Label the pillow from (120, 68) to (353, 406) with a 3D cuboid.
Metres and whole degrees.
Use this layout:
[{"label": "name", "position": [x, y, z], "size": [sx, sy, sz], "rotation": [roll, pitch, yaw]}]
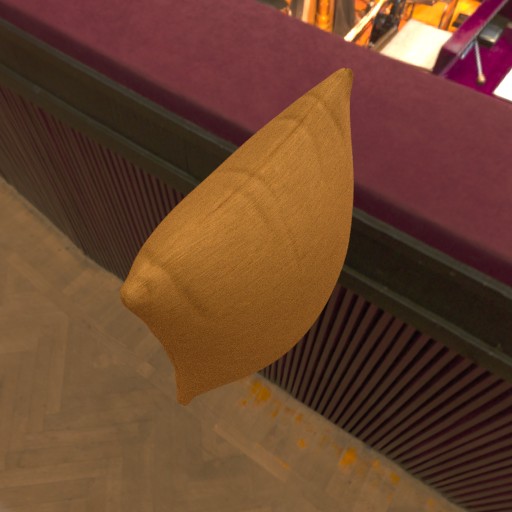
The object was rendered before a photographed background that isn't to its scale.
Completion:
[{"label": "pillow", "position": [0.000, 0.000, 0.682], "size": [0.247, 0.417, 0.435], "rotation": [31, 63, 18]}]
